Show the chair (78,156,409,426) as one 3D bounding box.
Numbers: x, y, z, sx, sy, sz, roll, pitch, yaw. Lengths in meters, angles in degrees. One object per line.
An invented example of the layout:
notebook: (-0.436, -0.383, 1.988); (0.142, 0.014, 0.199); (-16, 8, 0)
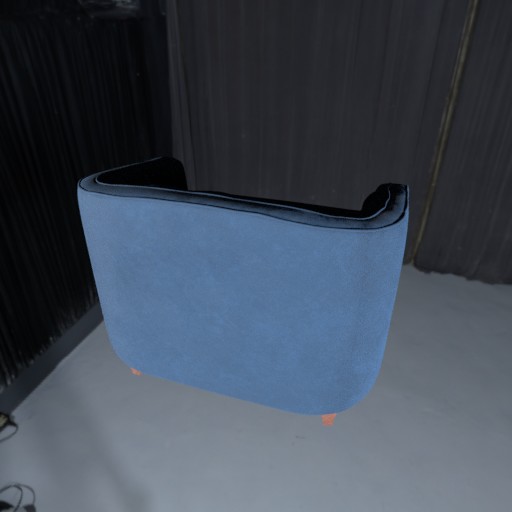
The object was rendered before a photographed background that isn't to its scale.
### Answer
chair: (0.000, 0.000, 1.772); (1.094, 0.852, 0.940); (10, 33, 16)
